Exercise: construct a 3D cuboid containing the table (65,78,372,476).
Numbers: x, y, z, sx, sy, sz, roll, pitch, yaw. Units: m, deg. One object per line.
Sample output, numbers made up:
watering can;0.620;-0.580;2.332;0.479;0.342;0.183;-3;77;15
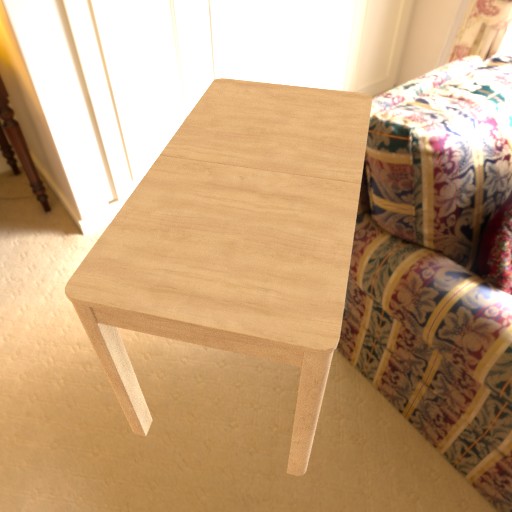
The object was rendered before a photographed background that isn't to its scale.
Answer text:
table;0.000;0.000;1.922;0.750;0.900;1.400;10;46;10
